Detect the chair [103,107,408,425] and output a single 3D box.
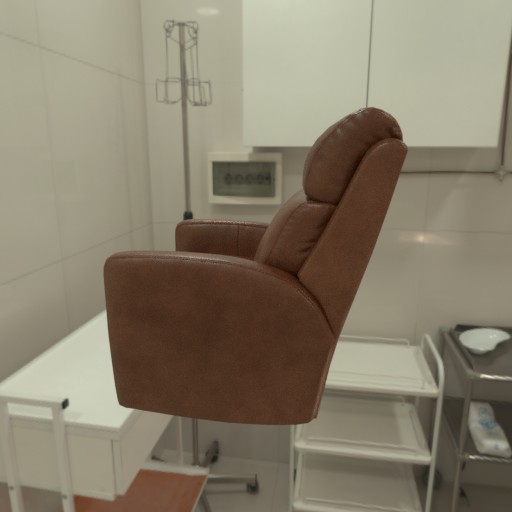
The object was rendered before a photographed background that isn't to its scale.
[{"bbox_3d":[0.000,0.000,1.676,0.939,1.016,0.787,2,14,9],"label":"chair"}]
